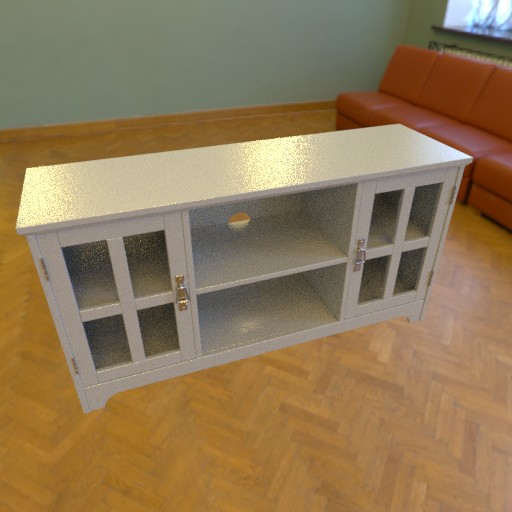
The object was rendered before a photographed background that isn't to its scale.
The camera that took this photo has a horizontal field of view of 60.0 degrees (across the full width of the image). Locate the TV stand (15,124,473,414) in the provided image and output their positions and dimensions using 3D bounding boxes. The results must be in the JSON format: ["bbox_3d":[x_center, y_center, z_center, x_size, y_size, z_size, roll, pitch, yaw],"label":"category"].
[{"bbox_3d":[0.000,0.000,1.367,1.167,0.603,0.344,-11,35,-17],"label":"TV stand"}]
